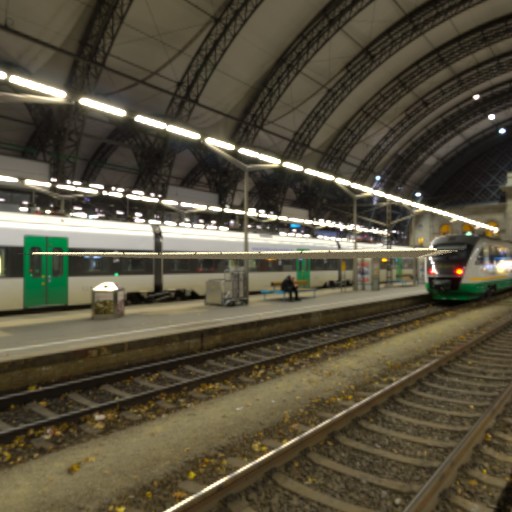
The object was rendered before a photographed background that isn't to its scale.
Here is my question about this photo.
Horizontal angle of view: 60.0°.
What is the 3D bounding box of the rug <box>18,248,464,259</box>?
[{"bbox_3d":[0.000,0.000,4.133,3.221,0.026,2.342,0,-1,17],"label":"rug"}]
